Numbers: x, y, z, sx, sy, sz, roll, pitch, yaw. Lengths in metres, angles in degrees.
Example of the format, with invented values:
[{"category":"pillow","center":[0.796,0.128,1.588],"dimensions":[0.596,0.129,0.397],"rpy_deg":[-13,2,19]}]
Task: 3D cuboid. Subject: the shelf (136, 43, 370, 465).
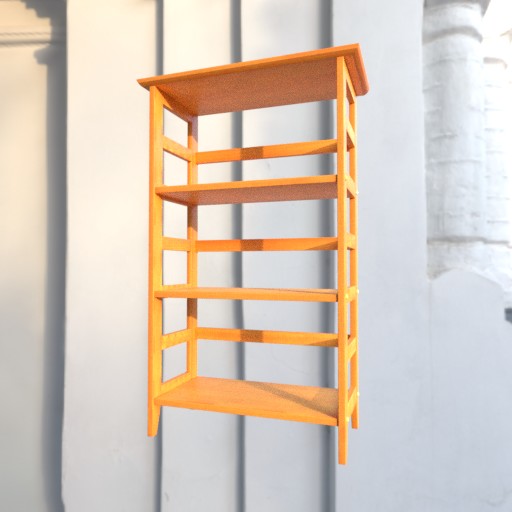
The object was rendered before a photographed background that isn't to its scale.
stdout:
[{"category":"shelf","center":[0.000,0.000,1.362],"dimensions":[0.660,1.067,0.305],"rpy_deg":[-1,-2,19]}]
